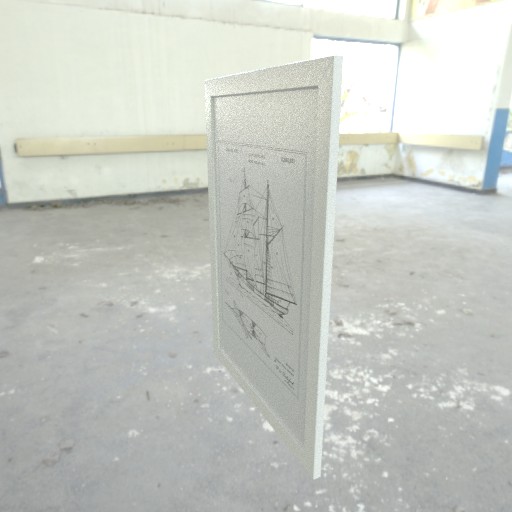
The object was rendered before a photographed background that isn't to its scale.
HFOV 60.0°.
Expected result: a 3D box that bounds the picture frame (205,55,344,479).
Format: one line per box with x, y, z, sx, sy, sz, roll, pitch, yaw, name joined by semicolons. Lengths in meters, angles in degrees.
0.000;0.000;0.690;0.012;0.534;0.381;-8;20;-25;picture frame
